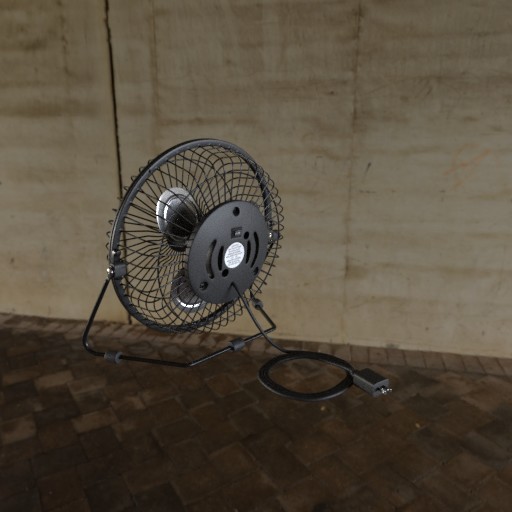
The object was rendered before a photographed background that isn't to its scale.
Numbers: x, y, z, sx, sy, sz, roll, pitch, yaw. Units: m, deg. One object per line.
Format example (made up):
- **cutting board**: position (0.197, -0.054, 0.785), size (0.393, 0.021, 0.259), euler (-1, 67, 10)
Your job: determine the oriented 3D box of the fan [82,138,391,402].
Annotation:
- **fan**: position (0.000, 0.000, 0.364), size (0.227, 0.188, 0.209), euler (14, 20, 43)
